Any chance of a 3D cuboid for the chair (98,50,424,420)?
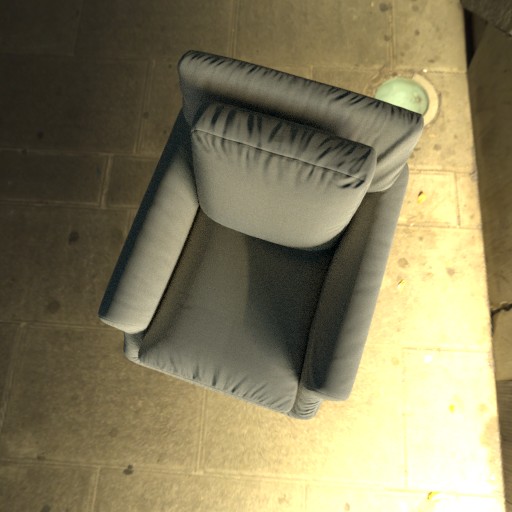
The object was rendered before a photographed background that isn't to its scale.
[{"bbox_3d":[0.000,0.000,1.700,0.940,0.866,1.066,18,76,5],"label":"chair"}]
